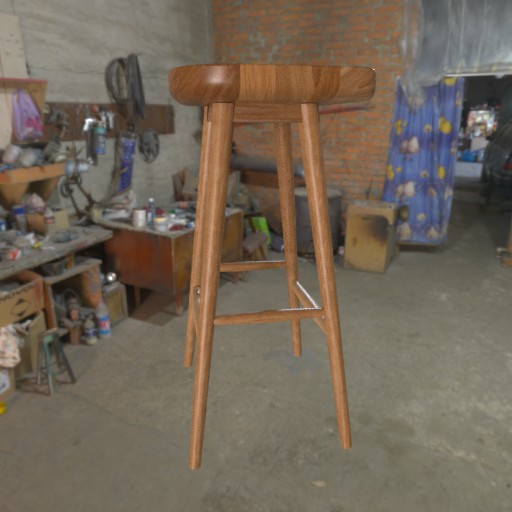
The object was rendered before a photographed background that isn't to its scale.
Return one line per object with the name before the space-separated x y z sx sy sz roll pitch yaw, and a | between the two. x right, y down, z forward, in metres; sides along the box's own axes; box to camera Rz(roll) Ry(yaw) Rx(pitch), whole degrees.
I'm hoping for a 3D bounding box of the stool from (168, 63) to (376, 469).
stool | 0.000 0.000 0.929 0.322 0.698 0.407 -3 17 -10
